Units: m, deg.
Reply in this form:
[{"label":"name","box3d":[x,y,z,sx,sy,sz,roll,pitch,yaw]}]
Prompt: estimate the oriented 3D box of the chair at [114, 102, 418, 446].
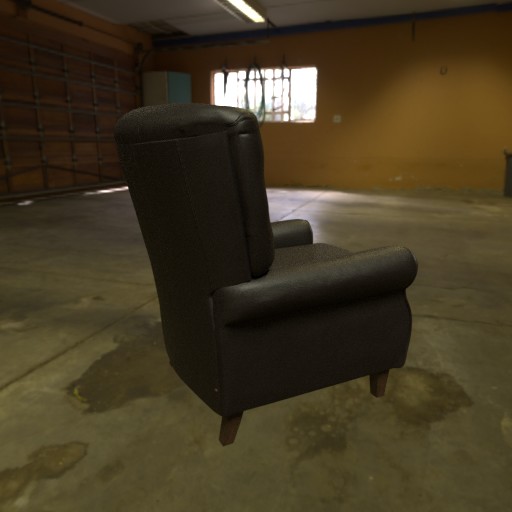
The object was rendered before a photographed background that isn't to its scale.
[{"label":"chair","box3d":[0.000,0.000,1.846,1.058,1.158,0.948,-7,16,-26]}]
